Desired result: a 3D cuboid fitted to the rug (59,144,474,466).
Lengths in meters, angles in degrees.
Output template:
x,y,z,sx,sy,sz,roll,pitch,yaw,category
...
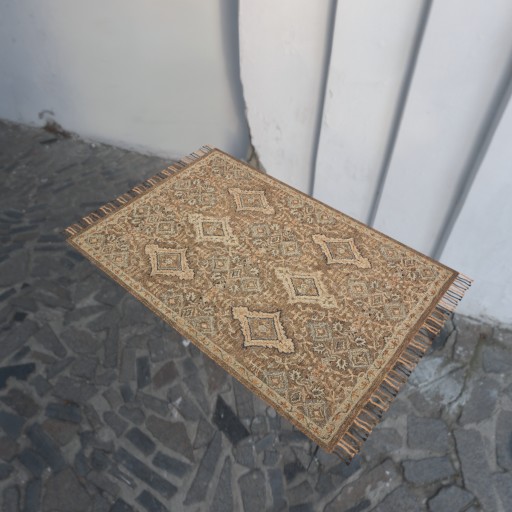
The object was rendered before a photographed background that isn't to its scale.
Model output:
x,y,z,sx,sy,sz,roll,pitch,yaw,category
0.000,0.000,3.022,2.434,0.010,1.516,32,55,26,rug
